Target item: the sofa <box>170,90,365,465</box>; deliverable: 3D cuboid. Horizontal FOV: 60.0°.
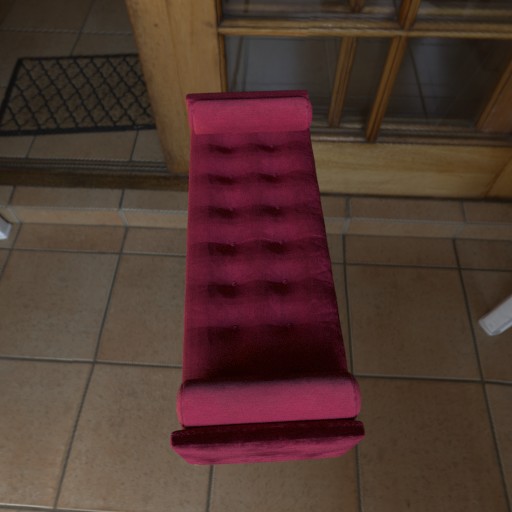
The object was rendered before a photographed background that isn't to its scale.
[{"bbox_3d":[0.000,0.000,2.519,0.796,0.705,2.102,-2,59,-2],"label":"sofa"}]
